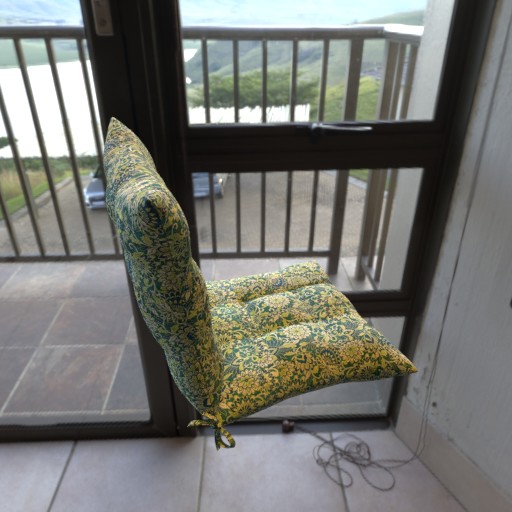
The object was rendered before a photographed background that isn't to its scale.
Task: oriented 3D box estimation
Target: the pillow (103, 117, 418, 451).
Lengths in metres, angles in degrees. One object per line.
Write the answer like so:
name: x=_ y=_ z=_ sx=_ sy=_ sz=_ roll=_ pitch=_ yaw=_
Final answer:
pillow: x=0.000 y=0.000 z=0.982 sx=0.585 sy=0.536 sz=0.541 roll=-10 pitch=31 yaw=-18
